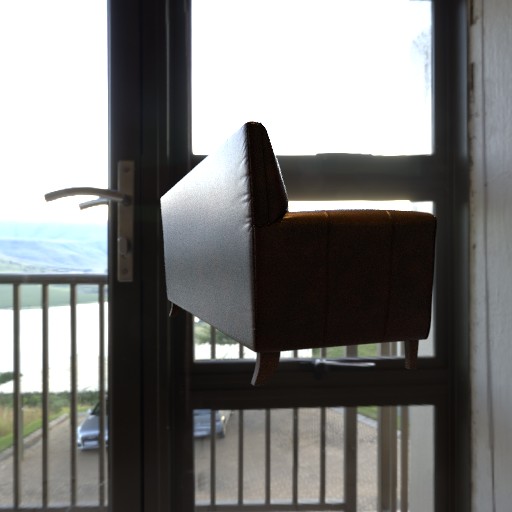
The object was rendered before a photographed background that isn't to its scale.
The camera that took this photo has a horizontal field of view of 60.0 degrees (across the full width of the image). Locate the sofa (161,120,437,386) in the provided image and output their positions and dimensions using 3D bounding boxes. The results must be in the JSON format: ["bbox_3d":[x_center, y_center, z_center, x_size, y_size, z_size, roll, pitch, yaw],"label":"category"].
[{"bbox_3d":[0.000,0.000,2.468,0.786,0.871,1.995,0,0,-20],"label":"sofa"}]
